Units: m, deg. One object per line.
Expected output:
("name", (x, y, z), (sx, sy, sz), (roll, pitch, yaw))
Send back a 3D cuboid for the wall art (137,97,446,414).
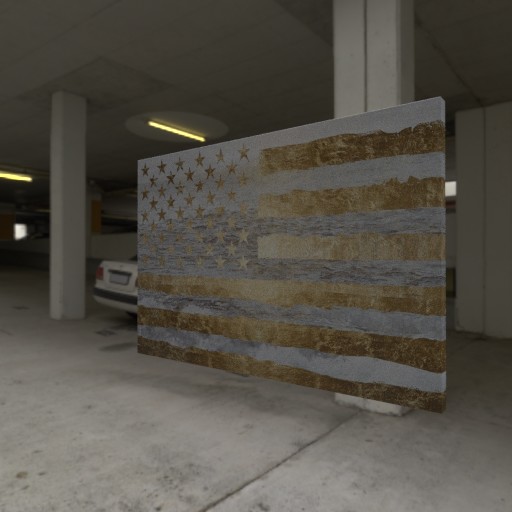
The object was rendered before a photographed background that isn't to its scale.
("wall art", (0.000, 0.000, 1.425), (1.145, 0.762, 0.041), (0, -1, 37))
